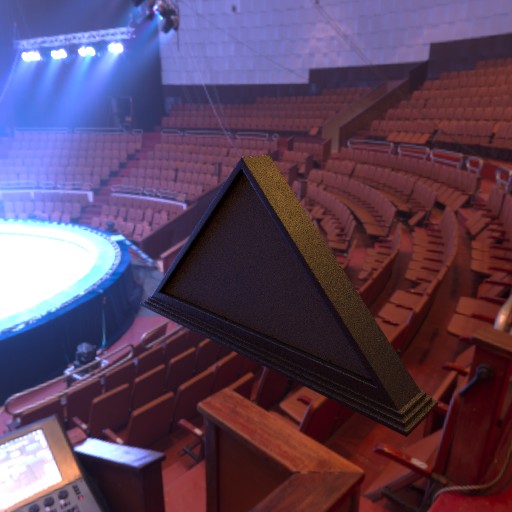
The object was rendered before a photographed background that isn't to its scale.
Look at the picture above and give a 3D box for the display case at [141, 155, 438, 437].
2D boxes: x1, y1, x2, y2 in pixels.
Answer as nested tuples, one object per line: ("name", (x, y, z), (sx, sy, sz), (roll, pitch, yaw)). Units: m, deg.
("display case", (0.000, 0.000, 0.774), (0.640, 0.340, 0.095), (15, 22, 42))
